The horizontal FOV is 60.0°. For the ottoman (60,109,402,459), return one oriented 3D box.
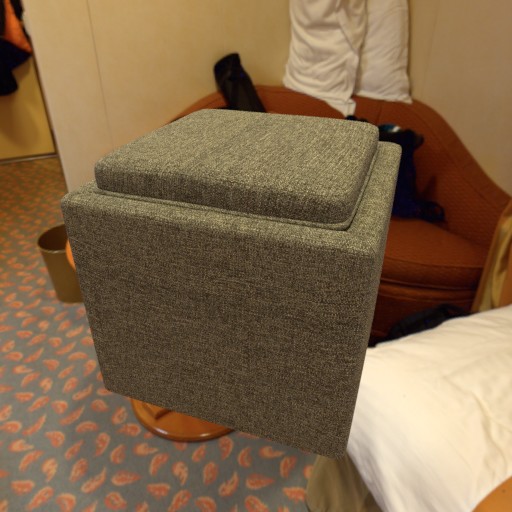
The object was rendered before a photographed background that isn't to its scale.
[{"bbox_3d":[0.000,0.000,0.831,0.450,0.460,0.450,10,32,17],"label":"ottoman"}]
